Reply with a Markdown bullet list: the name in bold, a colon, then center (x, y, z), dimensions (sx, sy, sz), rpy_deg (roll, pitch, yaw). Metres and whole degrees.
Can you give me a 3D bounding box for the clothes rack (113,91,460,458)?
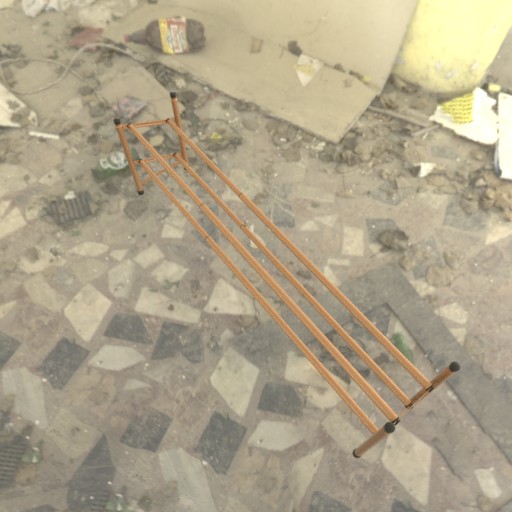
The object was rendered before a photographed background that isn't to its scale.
- **clothes rack**: center (0.000, 0.000, 1.312), dimensions (0.229, 0.349, 1.168), rpy_deg (-33, 64, -19)
